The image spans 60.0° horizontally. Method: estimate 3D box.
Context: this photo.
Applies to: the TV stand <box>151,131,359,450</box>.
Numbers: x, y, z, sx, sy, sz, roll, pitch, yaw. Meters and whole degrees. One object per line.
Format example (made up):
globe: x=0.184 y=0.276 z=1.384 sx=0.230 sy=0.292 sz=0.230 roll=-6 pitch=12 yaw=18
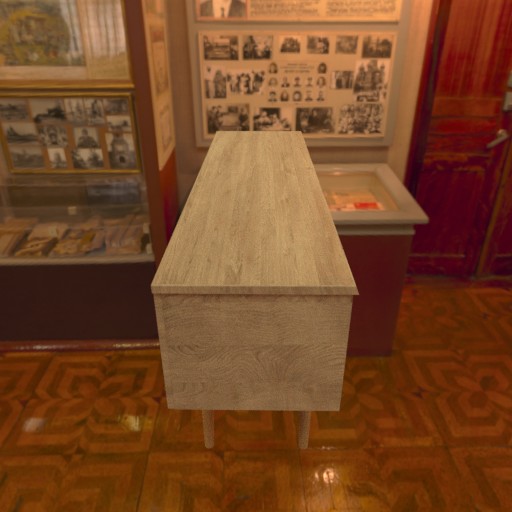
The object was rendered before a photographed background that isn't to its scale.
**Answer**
TV stand: x=0.000 y=0.000 z=1.521 sx=0.401 sy=0.565 sz=1.313 roll=0 pitch=28 yaw=1
